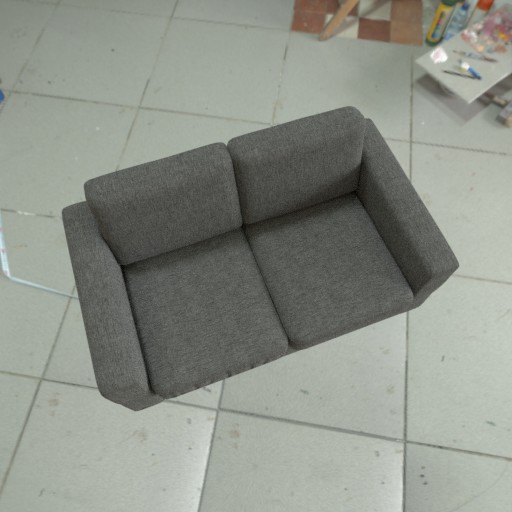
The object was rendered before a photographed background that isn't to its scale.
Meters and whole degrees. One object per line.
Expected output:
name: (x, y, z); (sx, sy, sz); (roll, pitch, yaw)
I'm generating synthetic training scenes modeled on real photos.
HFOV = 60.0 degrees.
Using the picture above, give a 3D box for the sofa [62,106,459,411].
sofa: (0.000, 0.000, 2.010); (1.520, 0.800, 0.900); (-18, 66, -8)
